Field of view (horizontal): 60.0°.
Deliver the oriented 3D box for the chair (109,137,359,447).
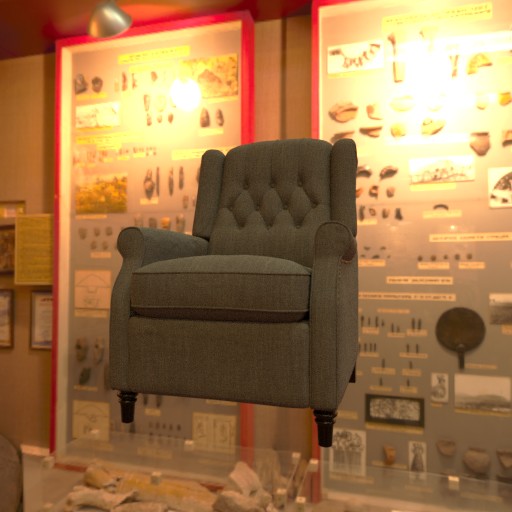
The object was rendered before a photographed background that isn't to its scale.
[{"bbox_3d":[0.000,0.000,1.624,0.742,1.035,0.898,0,-1,17],"label":"chair"}]
